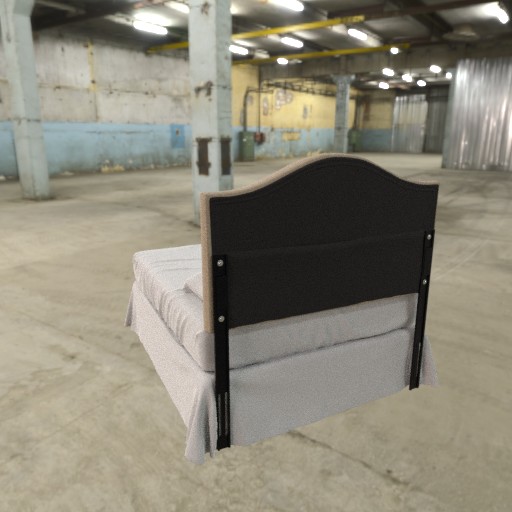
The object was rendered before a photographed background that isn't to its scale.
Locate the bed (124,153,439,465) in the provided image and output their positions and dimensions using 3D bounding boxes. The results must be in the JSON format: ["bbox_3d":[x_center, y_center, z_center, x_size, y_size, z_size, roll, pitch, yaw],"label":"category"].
[{"bbox_3d":[0.000,0.000,3.528,1.876,1.645,2.221,-7,16,-25],"label":"bed"}]
